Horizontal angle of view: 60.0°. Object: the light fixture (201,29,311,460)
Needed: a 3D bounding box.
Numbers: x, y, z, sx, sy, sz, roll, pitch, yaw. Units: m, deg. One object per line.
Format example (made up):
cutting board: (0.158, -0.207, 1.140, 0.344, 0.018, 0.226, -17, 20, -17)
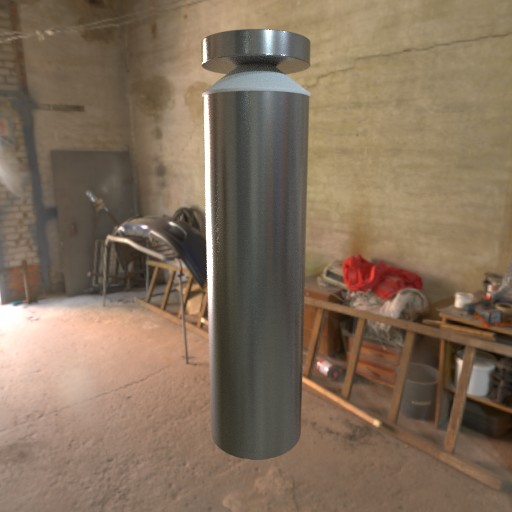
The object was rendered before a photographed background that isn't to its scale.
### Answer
light fixture: (0.000, 0.000, 0.452, 0.102, 0.400, 0.102, 2, 13, 10)
